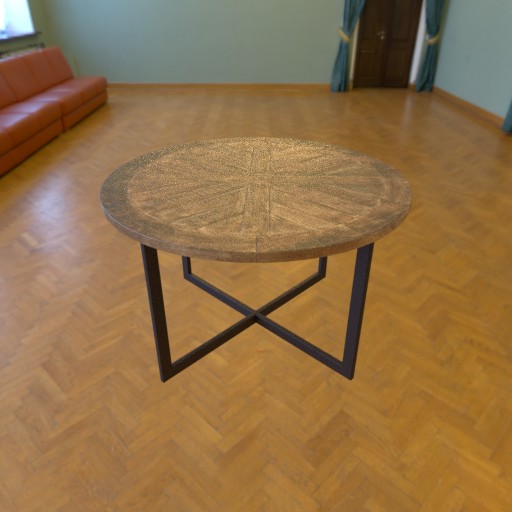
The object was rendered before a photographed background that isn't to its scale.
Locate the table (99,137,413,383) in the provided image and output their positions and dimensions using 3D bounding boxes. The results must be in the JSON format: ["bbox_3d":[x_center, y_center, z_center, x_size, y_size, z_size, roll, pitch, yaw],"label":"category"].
[{"bbox_3d":[0.000,0.000,2.060,1.264,0.762,1.264,0,30,0],"label":"table"}]
